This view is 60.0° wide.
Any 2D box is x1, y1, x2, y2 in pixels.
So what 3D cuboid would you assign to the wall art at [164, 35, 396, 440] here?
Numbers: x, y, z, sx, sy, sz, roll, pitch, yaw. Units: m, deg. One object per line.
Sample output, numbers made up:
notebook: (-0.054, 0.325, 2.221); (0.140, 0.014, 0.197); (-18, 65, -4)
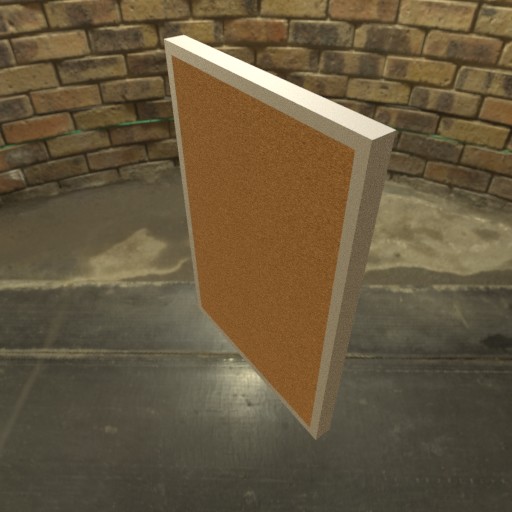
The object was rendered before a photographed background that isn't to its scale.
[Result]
wall art: (0.000, 0.000, 0.821); (0.038, 0.657, 0.450); (-27, 48, -27)
